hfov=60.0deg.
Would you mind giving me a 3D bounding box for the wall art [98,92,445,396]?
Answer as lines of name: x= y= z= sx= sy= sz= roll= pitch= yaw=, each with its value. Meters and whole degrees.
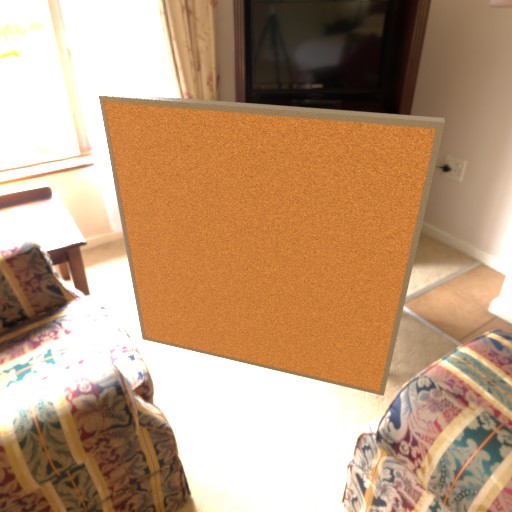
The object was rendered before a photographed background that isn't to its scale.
wall art: x=0.000 y=0.000 z=1.223 sx=0.809 sy=0.807 sz=0.038 roll=9 pitch=33 yaw=15
